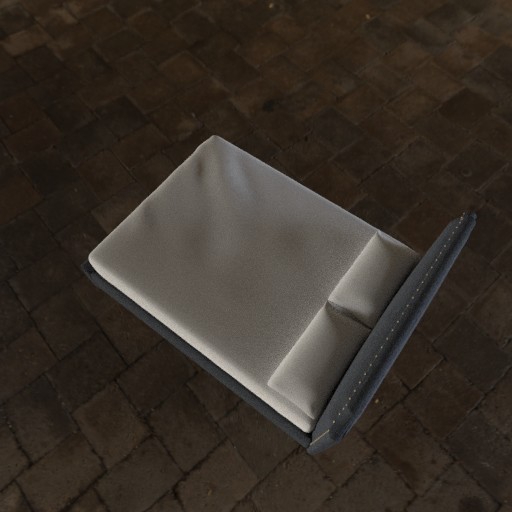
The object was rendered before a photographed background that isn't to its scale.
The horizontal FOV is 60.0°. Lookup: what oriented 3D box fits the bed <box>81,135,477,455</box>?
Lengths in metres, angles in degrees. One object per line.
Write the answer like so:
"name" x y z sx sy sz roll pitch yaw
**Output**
"bed" 0.000 0.000 3.396 2.372 1.443 1.713 33 67 16
